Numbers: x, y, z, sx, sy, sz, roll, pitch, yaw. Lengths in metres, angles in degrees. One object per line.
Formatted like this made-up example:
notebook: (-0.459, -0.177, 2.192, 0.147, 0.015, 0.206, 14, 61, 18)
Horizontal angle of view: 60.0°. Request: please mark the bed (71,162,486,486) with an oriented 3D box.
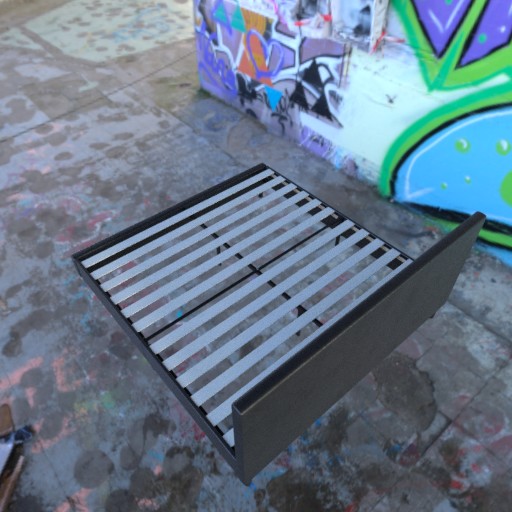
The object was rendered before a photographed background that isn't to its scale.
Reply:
bed: (0.000, 0.000, 3.278, 2.018, 1.046, 2.152, -31, 53, -28)
